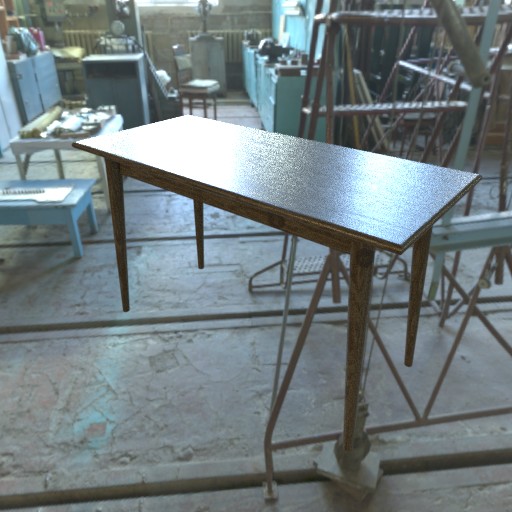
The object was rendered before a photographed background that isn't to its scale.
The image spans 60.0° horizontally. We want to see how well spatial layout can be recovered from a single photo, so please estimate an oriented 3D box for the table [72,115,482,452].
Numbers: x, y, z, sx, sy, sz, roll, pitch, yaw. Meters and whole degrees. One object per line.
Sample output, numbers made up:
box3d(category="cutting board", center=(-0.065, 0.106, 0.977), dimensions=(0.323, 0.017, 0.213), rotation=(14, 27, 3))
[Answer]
box3d(category="table", center=(0.000, 0.000, 1.701), dimensions=(1.300, 0.780, 0.599), rotation=(22, 37, 33))
